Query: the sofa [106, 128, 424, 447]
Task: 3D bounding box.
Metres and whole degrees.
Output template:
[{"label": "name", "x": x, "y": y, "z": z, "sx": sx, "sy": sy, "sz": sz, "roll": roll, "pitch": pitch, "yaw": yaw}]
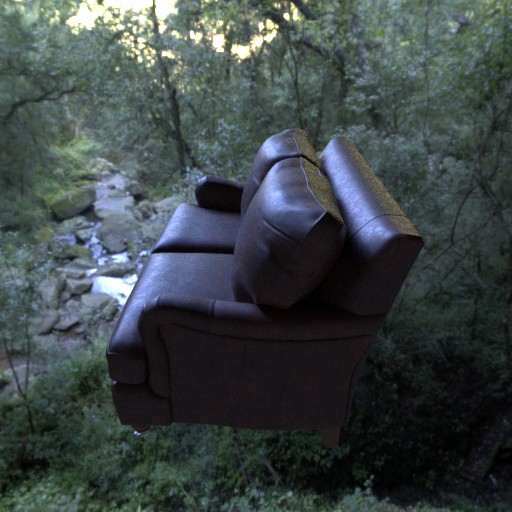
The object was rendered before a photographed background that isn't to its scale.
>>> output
[{"label": "sofa", "x": 0.000, "y": 0.000, "z": 2.319, "sx": 1.148, "sy": 1.070, "sz": 1.628, "roll": 1, "pitch": 27, "yaw": 1}]
